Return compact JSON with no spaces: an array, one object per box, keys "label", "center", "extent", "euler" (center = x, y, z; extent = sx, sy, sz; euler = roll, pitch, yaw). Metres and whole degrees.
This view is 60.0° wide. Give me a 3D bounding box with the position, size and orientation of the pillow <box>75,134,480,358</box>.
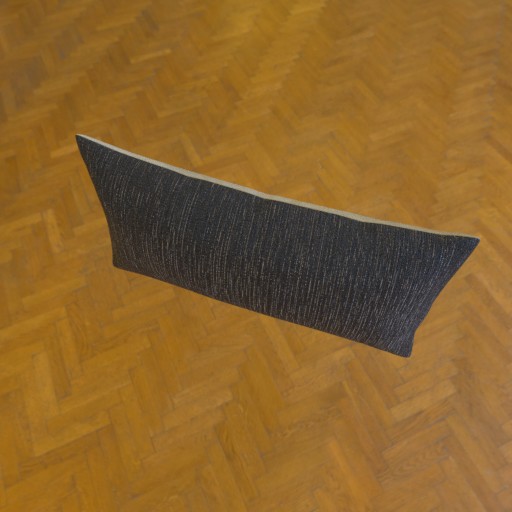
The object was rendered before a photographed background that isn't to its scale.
[{"label":"pillow","center":[0.000,0.000,0.744],"extent":[0.608,0.305,0.156],"euler":[16,59,10]}]
